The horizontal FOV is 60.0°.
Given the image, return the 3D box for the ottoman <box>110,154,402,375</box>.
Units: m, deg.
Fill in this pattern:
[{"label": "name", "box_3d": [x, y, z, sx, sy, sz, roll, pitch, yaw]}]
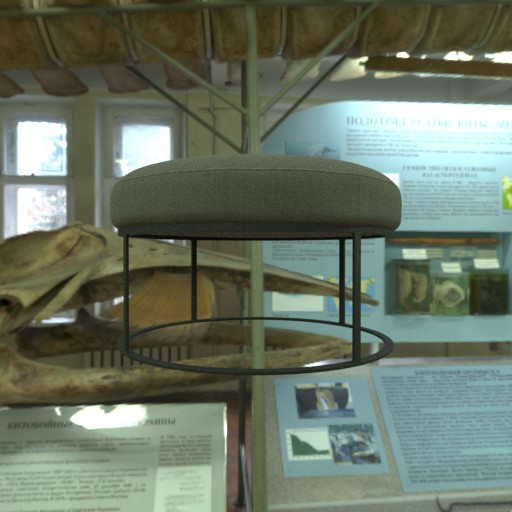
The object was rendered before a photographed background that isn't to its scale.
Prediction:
[{"label": "ottoman", "box_3d": [0.000, 0.000, 1.228, 0.772, 0.460, 0.772, 0, 1, 0]}]
